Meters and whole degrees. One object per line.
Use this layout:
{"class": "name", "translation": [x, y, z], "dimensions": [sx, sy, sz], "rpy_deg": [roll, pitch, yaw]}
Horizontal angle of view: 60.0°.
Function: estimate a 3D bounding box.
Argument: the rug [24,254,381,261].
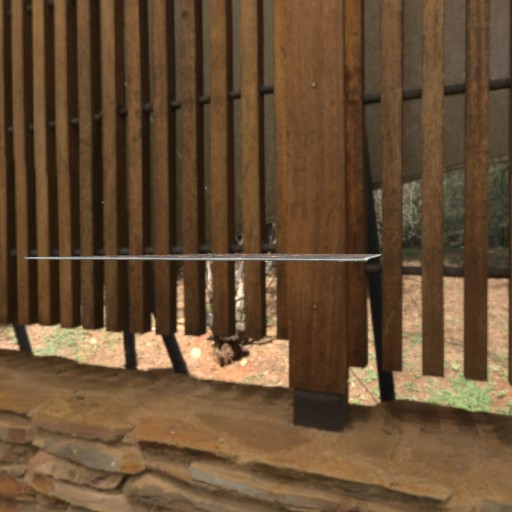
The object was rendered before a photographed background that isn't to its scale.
{"class": "rug", "translation": [0.000, 0.000, 2.877], "dimensions": [1.522, 0.008, 2.284], "rpy_deg": [0, 1, 17]}
